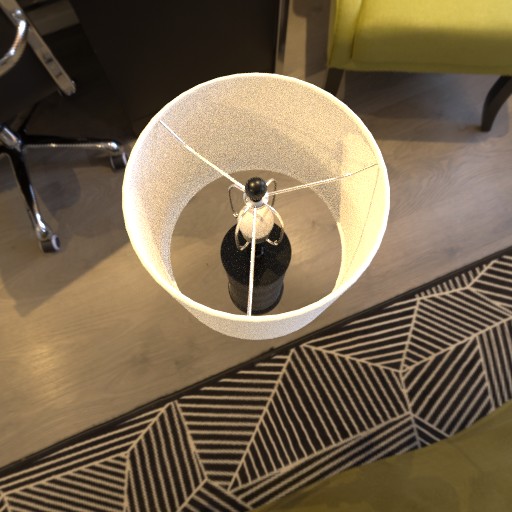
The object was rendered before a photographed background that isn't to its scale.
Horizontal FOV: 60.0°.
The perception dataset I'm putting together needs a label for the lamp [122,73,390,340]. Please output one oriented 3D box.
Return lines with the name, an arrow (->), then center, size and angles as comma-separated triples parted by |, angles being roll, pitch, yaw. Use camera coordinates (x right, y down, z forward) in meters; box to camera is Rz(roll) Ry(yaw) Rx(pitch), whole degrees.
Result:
lamp -> 0.000, 0.000, 0.799 | 0.305, 0.634, 0.305 | 35, 78, 9
